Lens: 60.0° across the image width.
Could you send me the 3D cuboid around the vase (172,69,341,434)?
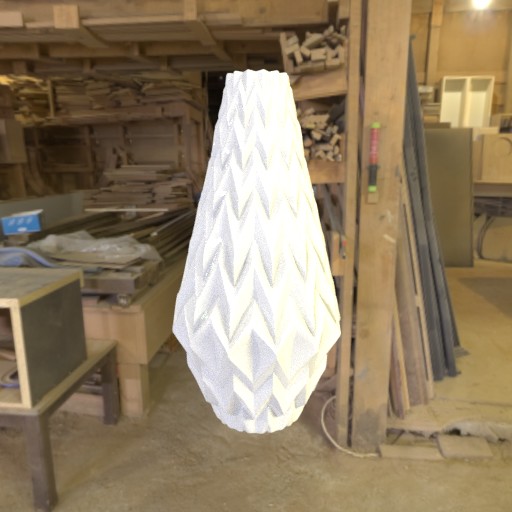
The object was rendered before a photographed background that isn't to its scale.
[{"bbox_3d":[0.000,0.000,0.428,0.167,0.328,0.167,0,13,0],"label":"vase"}]
